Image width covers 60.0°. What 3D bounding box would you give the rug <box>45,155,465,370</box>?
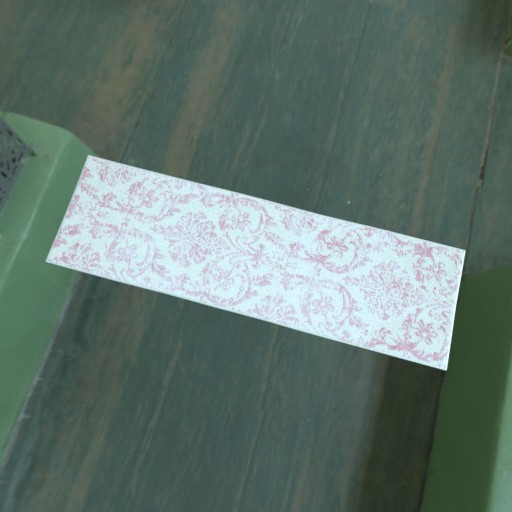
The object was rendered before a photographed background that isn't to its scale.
[{"bbox_3d":[0.000,0.000,2.416,2.196,0.011,0.662,15,76,4],"label":"rug"}]
